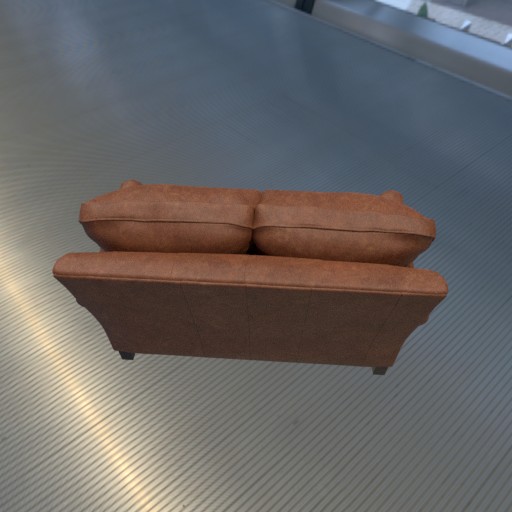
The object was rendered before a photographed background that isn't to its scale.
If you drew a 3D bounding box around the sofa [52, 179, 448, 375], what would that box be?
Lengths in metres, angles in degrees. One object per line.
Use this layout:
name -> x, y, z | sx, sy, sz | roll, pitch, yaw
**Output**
sofa -> 0.000, 0.000, 2.222 | 1.527, 1.004, 1.077 | 3, 47, 3
